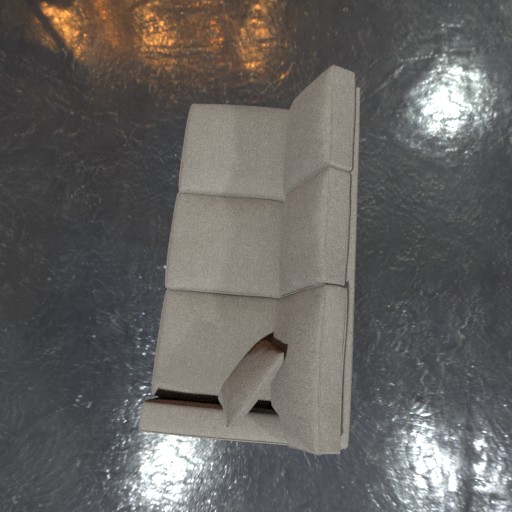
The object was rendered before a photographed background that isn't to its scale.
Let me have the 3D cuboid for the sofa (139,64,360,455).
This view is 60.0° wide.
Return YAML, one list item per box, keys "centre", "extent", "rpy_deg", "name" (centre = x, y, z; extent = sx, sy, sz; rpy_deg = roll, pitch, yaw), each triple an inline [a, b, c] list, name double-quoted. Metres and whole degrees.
- centre: [0.000, 0.000, 2.557]
  extent: [1.034, 0.946, 1.963]
  rpy_deg: [5, 75, 1]
  name: "sofa"
